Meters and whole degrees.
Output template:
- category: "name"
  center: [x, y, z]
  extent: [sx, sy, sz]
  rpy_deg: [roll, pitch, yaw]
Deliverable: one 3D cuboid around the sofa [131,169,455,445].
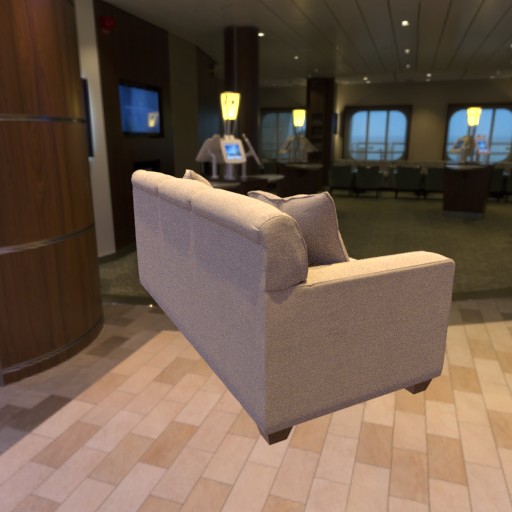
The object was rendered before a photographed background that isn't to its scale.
- category: "sofa"
  center: [0.000, 0.000, 2.615]
  extent: [0.997, 0.958, 2.024]
  rpy_deg: [-8, 17, -26]
